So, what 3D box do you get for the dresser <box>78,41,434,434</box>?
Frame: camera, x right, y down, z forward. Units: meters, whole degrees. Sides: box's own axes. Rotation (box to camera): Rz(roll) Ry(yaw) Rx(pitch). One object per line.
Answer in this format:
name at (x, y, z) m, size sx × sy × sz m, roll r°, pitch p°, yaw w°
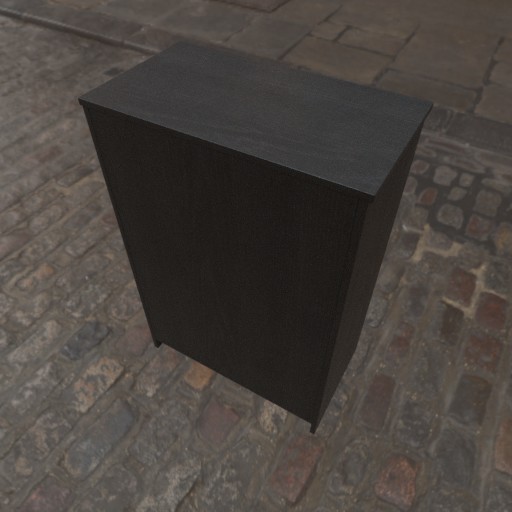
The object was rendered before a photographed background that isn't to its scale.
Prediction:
dresser at (0.000, 0.000, 1.362) m, size 0.700 × 1.020 × 0.398 m, roll 23°, pitch 50°, yaw 20°
